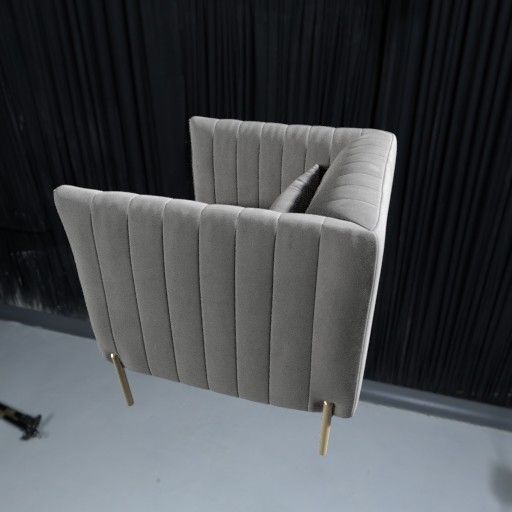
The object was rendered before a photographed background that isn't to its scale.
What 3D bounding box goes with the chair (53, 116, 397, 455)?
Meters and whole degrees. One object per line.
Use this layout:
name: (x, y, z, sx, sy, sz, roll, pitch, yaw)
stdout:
chair: (0.000, 0.000, 1.624, 0.873, 0.779, 0.981, 9, 31, 15)
